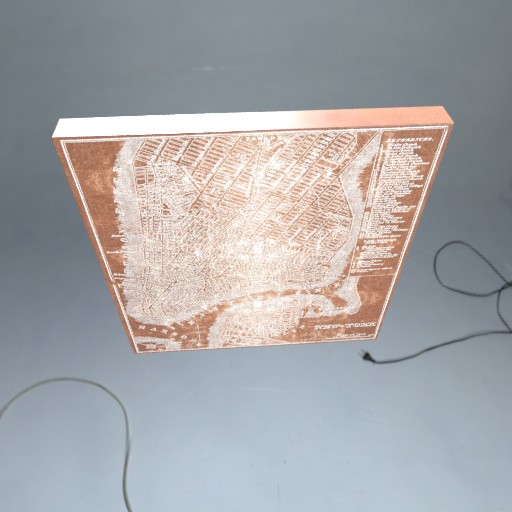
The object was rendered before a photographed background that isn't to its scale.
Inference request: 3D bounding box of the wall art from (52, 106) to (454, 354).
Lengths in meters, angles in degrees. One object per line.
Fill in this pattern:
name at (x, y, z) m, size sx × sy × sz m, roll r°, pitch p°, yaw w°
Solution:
wall art at (0.000, 0.000, 0.600) m, size 0.403 × 0.403 × 0.035 m, roll -3°, pitch 47°, yaw -3°
